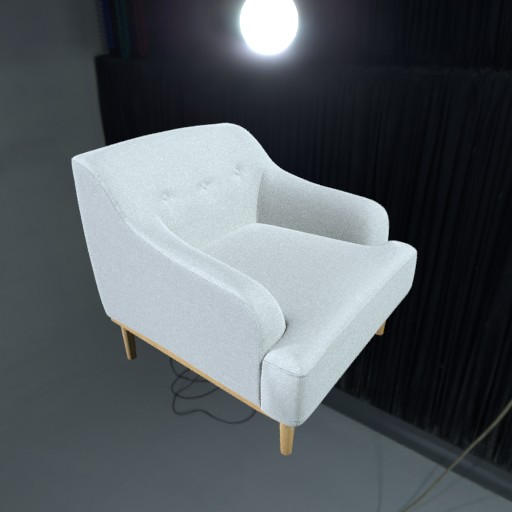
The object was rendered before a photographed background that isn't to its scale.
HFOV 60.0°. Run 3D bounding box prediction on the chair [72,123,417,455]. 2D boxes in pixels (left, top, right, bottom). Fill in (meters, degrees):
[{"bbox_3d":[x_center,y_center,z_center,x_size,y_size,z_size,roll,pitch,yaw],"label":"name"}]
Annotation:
[{"bbox_3d":[0.000,0.000,1.661,0.951,0.818,0.946,18,31,32],"label":"chair"}]
